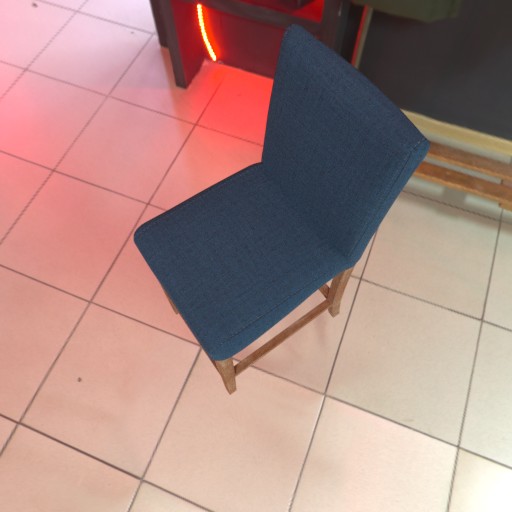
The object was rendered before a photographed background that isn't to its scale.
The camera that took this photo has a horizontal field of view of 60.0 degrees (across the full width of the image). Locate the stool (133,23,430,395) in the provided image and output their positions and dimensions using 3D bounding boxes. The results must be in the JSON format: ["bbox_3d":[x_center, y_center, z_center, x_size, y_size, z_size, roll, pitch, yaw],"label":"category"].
[{"bbox_3d":[0.000,0.000,1.343,0.574,1.088,0.454,-33,69,-15],"label":"stool"}]
